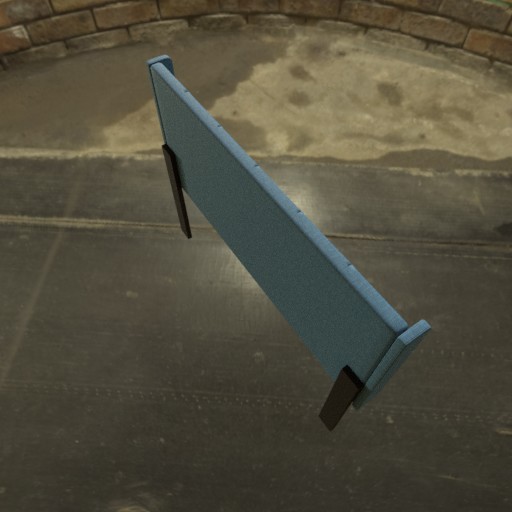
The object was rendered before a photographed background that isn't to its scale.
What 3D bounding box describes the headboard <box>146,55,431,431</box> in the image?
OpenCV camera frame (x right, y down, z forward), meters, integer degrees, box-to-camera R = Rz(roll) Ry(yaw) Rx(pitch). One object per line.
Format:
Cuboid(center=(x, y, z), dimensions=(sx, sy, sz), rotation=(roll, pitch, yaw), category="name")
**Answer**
Cuboid(center=(0.000, 0.000, 2.692), dimensions=(0.184, 1.524, 2.051), rotation=(-30, 62, -18), category="headboard")
